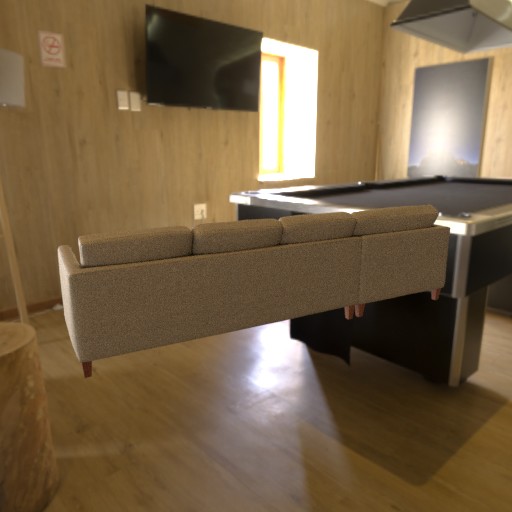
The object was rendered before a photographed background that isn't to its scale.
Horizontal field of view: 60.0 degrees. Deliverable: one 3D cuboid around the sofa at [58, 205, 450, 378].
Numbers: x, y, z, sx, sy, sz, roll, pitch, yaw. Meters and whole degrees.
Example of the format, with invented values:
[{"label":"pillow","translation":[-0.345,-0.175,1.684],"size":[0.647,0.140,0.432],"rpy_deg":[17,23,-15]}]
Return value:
[{"label":"sofa","translation":[0.000,0.000,3.927],"size":[3.201,0.876,1.502],"rpy_deg":[-7,16,-26]}]
